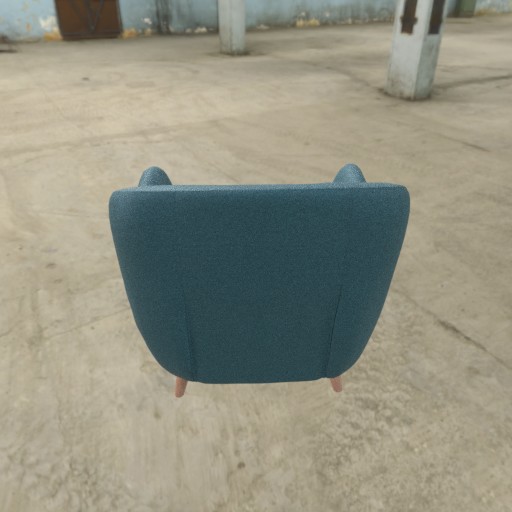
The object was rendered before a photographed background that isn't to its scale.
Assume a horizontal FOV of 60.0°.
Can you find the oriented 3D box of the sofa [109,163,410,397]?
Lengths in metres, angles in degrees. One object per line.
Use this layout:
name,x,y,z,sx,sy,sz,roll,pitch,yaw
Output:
sofa,0.000,0.000,1.514,0.836,0.817,0.825,-1,31,-2
